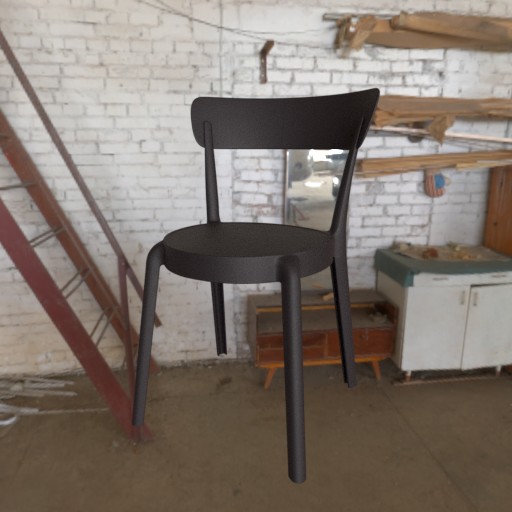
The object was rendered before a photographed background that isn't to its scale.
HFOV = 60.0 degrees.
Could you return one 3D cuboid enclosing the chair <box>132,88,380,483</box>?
[{"bbox_3d":[0.000,0.000,1.098,0.506,0.790,0.491,7,16,26],"label":"chair"}]
